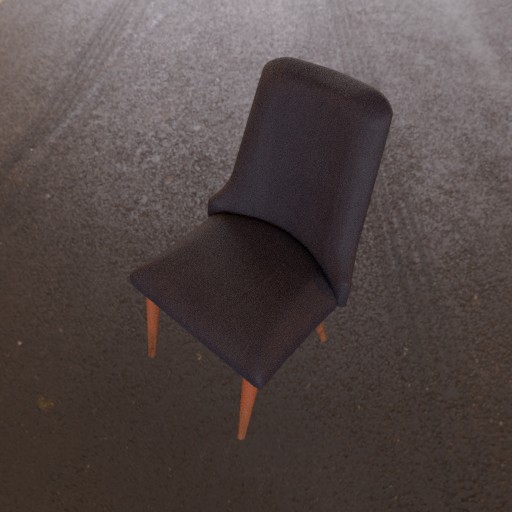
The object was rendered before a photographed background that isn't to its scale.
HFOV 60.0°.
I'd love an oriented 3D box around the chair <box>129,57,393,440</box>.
[{"bbox_3d":[0.000,0.000,1.184,0.504,0.820,0.567,33,56,26],"label":"chair"}]
